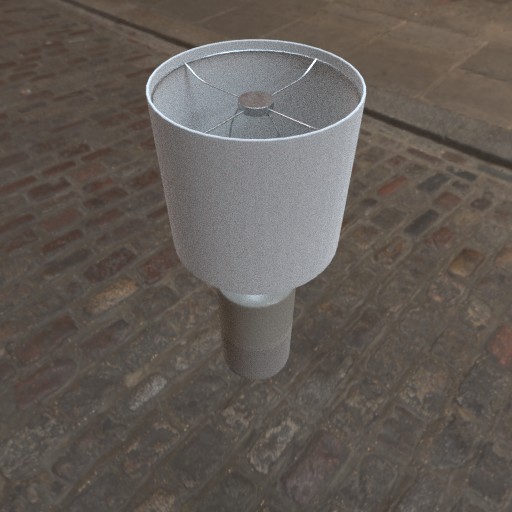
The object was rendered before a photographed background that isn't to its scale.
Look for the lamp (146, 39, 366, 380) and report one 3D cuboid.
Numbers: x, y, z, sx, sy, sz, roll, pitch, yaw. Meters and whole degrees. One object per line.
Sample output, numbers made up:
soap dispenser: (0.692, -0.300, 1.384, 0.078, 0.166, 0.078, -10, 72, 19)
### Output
lamp: (0.000, 0.000, 0.610, 0.212, 0.493, 0.212, 32, 54, 27)
